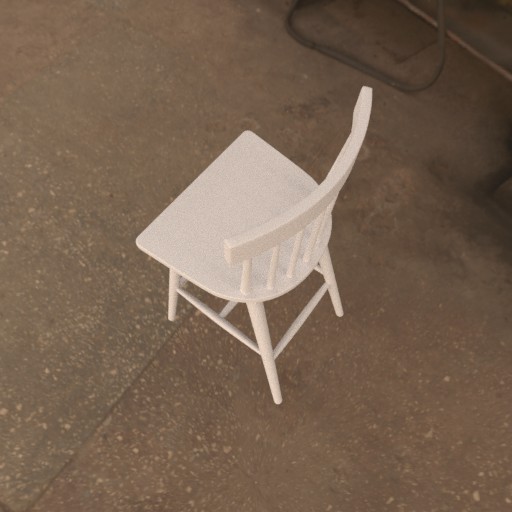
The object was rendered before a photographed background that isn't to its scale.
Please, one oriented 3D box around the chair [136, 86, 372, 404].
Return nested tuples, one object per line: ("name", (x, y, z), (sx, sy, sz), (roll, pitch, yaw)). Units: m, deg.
("chair", (0.000, 0.000, 1.353), (0.572, 1.092, 0.483), (34, 68, 16))
